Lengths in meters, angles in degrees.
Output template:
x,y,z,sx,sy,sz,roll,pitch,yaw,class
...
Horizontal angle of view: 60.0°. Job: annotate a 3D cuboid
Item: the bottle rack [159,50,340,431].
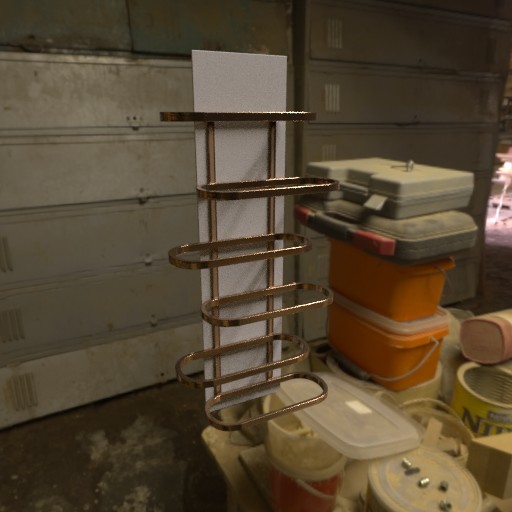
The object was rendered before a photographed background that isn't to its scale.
x,y,z,sx,sy,sz,roll,pitch,yaw,class
0.000,0.000,0.832,0.332,0.709,0.118,-9,20,-25,bottle rack
